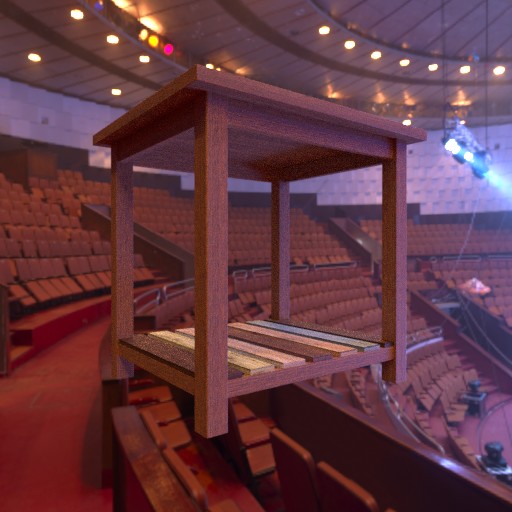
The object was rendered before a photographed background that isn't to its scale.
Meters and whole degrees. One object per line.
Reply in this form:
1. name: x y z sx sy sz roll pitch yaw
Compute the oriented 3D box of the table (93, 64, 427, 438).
1. table: 0.000 0.000 1.148 0.660 0.635 0.559 0 1 -37
